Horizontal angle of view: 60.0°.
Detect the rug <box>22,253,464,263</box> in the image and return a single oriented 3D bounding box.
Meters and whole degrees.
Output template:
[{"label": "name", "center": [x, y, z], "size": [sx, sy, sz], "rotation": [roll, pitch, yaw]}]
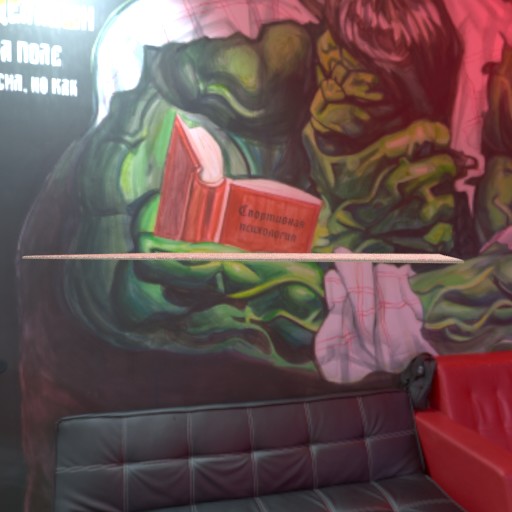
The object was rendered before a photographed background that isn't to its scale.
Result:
[{"label": "rug", "center": [0.000, 0.000, 2.293], "size": [1.839, 0.012, 1.219], "rotation": [0, 1, 19]}]
